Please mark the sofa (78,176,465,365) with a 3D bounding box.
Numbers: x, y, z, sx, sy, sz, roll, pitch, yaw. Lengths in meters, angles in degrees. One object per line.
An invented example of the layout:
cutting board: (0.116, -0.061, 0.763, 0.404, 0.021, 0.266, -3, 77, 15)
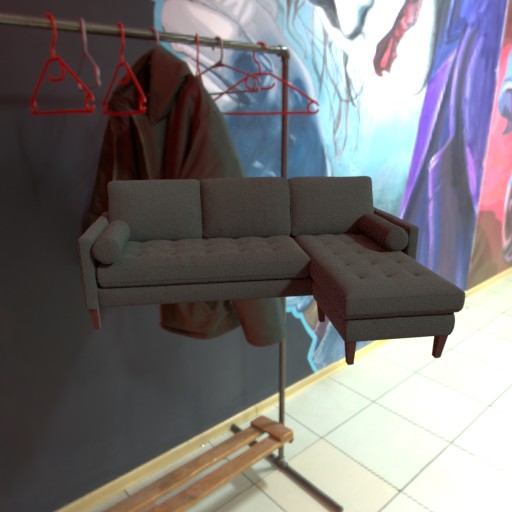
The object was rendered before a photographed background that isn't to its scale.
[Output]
sofa: (0.000, 0.000, 2.891, 2.178, 0.876, 1.506, -2, 17, -8)
